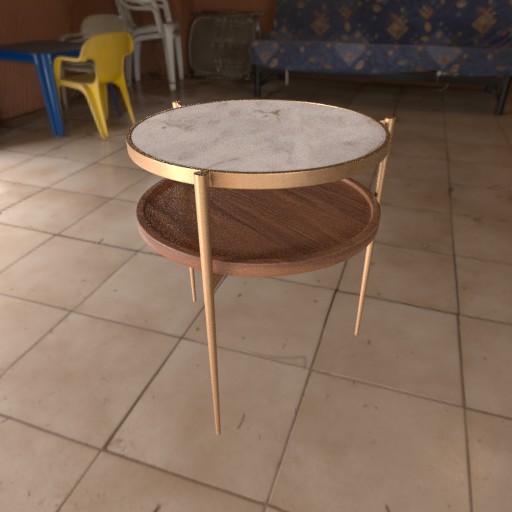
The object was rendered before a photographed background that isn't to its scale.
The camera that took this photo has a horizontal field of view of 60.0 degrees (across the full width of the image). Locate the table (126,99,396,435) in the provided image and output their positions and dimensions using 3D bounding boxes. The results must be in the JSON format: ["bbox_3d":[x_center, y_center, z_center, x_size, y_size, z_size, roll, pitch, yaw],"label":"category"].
[{"bbox_3d":[0.000,0.000,0.846,0.430,0.493,0.456,10,33,15],"label":"table"}]
